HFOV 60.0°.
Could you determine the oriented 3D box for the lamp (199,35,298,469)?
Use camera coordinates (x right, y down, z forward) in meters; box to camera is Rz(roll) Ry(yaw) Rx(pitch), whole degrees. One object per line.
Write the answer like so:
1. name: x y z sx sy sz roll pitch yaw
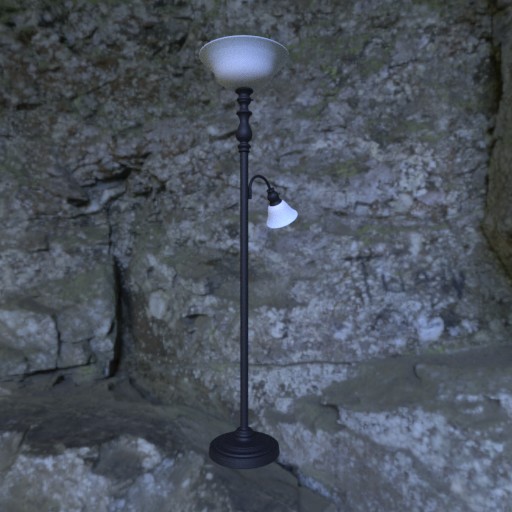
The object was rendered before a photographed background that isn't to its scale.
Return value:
1. lamp: 0.000 0.000 2.079 0.405 1.793 0.588 0 0 35
